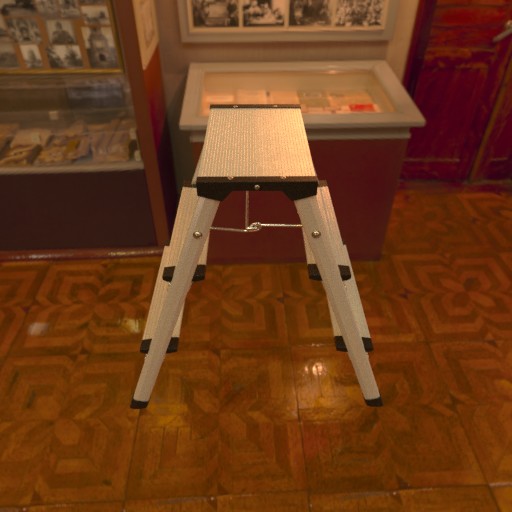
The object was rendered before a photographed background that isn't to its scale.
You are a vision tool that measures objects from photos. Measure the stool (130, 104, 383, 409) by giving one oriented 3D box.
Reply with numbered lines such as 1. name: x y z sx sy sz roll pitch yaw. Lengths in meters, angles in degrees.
1. stool: 0.000 0.000 1.059 0.622 0.605 0.437 0 40 0
